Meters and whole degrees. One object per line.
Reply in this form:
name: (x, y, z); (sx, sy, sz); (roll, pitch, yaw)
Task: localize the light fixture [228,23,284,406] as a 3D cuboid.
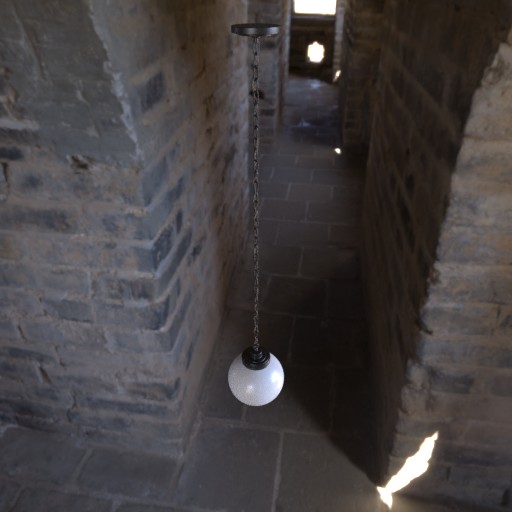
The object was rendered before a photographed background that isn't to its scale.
light fixture: (0.000, 0.000, 2.016); (0.305, 1.867, 0.304); (-22, 38, -31)
